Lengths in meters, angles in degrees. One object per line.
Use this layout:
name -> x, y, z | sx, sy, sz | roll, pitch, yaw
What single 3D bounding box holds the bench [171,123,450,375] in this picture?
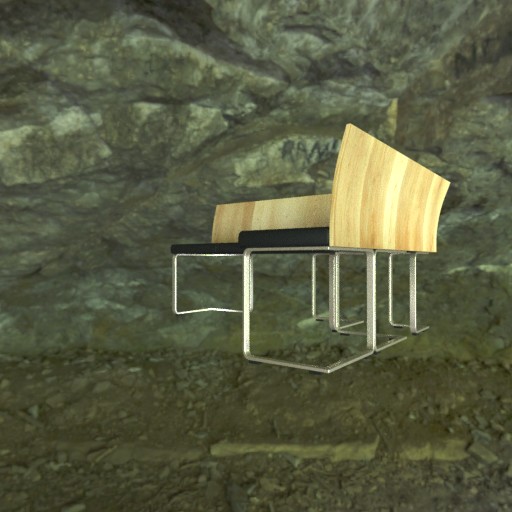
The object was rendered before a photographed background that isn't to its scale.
bench -> 0.000, 0.000, 2.768 | 1.945, 0.930, 1.495 | 0, -1, 36
